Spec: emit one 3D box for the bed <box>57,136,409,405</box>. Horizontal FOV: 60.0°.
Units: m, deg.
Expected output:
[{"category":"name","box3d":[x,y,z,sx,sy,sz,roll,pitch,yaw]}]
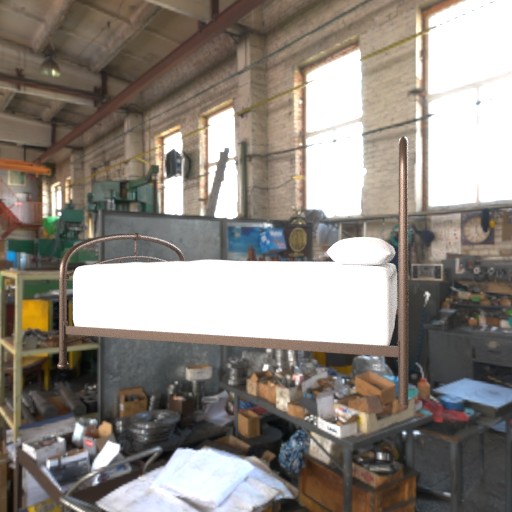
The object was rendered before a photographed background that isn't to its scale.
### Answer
[{"category":"bed","box3d":[0.000,0.000,3.332,2.168,1.475,1.711,0,0,19]}]
